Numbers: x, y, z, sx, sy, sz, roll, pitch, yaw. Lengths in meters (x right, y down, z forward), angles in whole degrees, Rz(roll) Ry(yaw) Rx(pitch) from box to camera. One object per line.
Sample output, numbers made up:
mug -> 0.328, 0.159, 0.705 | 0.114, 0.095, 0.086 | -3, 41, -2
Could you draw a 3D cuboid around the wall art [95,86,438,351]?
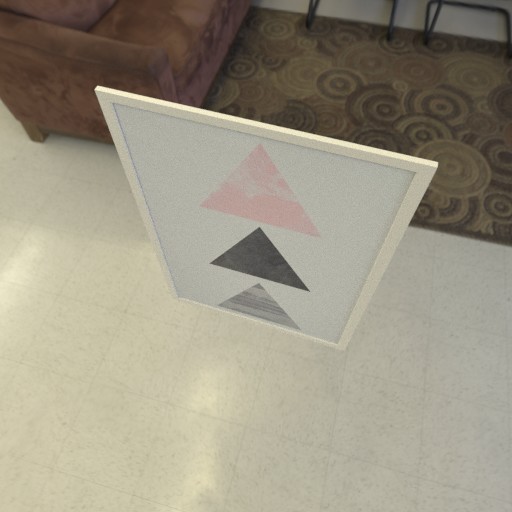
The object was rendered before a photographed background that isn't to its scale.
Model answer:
wall art -> 0.000, 0.000, 1.218 | 0.659, 0.940, 0.013 | 15, 60, 9
